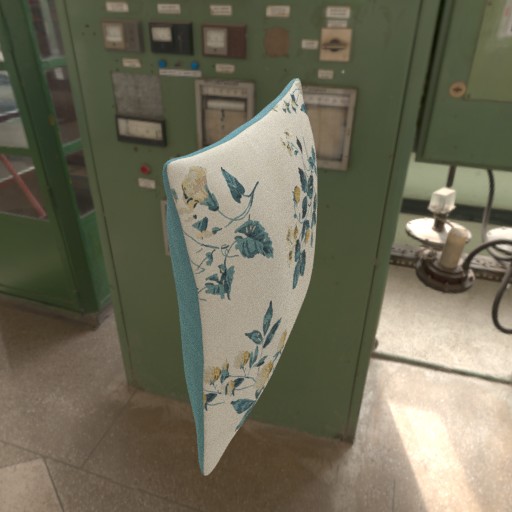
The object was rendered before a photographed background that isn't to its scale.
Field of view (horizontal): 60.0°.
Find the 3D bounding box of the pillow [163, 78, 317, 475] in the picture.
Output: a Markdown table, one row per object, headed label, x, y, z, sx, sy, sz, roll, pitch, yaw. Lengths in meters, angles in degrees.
| label | x | y | z | sx | sy | sz | roll | pitch | yaw |
| --- | --- | --- | --- | --- | --- | --- | --- | --- | --- |
| pillow | 0.000 | 0.000 | 0.777 | 0.166 | 0.507 | 0.526 | 10 | 32 | 16 |
